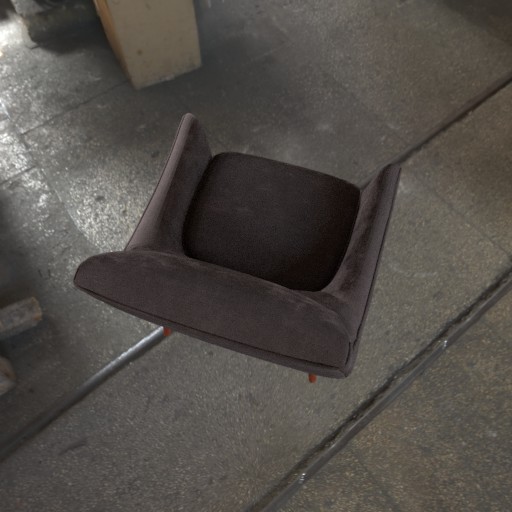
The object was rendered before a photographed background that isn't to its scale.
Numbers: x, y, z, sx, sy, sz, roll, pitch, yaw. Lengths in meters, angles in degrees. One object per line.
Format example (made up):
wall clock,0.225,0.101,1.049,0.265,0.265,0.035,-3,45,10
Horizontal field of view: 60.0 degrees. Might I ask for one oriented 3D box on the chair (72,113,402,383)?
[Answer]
chair,0.000,0.000,1.439,0.762,0.838,0.787,16,64,8
